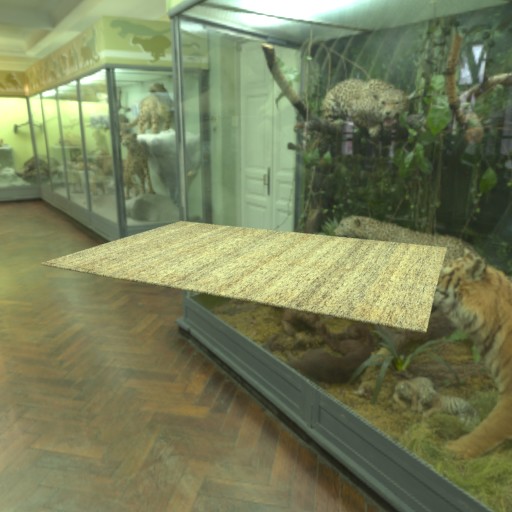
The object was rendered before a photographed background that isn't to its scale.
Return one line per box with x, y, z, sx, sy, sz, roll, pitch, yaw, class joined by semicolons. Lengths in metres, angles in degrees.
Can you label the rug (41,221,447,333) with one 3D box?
0.000;0.000;2.397;1.846;0.014;1.243;7;17;25;rug
